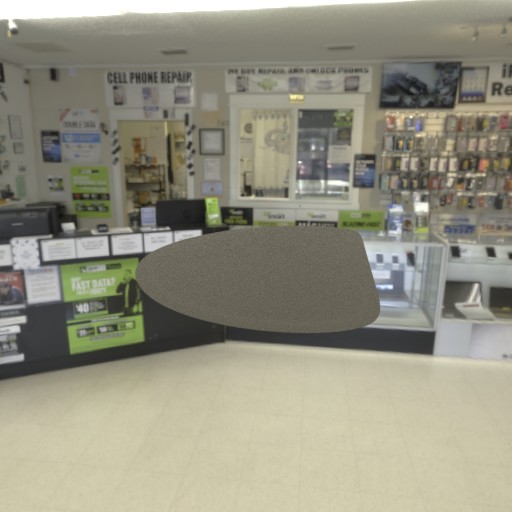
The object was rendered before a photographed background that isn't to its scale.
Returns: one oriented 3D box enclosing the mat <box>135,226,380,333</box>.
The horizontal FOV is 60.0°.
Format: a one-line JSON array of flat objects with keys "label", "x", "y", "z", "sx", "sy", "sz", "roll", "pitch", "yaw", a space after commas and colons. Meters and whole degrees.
[{"label": "mat", "x": 0.000, "y": 0.000, "z": 1.847, "sx": 0.913, "sy": 0.013, "sz": 1.524, "roll": 2, "pitch": 14, "yaw": 10}]
